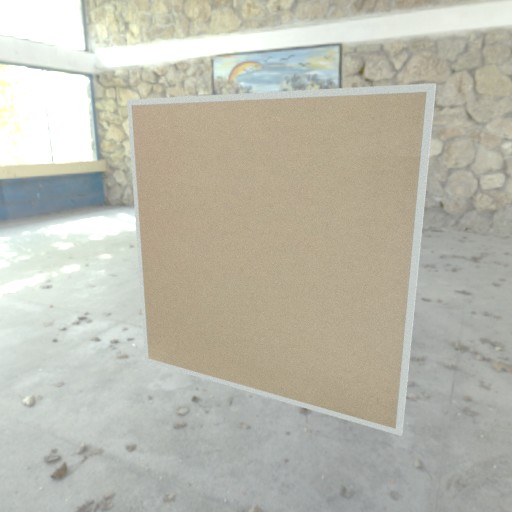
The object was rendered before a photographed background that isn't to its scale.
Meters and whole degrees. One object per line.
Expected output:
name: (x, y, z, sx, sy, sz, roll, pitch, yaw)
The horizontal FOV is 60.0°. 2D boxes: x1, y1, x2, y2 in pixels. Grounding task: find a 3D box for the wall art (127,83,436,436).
wall art: (0.000, 0.000, 1.168, 0.809, 0.809, 0.012, 8, 16, 27)
